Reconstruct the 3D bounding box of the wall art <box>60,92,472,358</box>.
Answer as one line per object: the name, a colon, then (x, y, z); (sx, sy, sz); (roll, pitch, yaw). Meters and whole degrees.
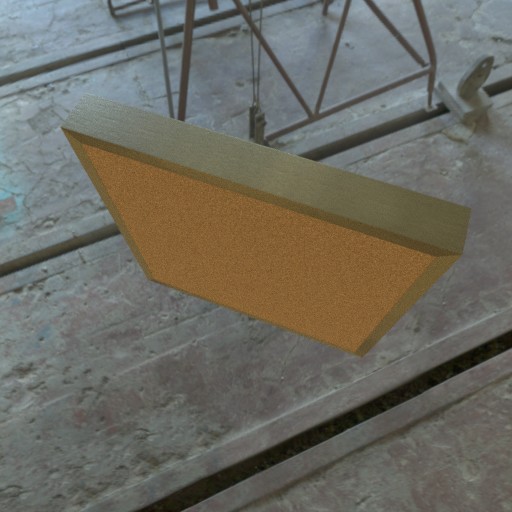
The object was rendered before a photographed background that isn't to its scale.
wall art: (0.000, 0.000, 0.459); (0.304, 0.305, 0.038); (19, 66, 9)
